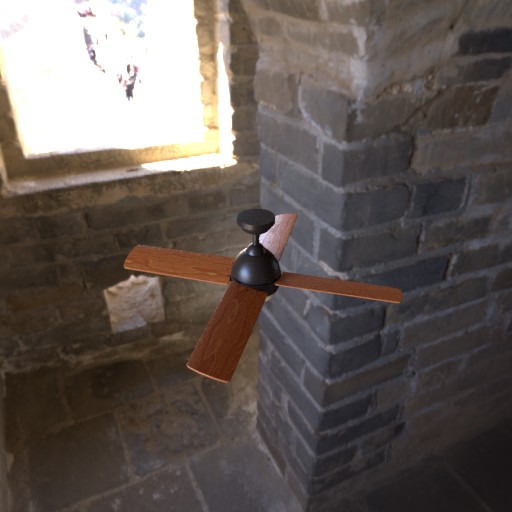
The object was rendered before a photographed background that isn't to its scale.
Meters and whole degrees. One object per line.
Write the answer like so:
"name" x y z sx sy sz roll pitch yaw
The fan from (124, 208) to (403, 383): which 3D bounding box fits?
"fan" 0.000 0.000 2.043 1.332 0.403 1.332 8 32 13
